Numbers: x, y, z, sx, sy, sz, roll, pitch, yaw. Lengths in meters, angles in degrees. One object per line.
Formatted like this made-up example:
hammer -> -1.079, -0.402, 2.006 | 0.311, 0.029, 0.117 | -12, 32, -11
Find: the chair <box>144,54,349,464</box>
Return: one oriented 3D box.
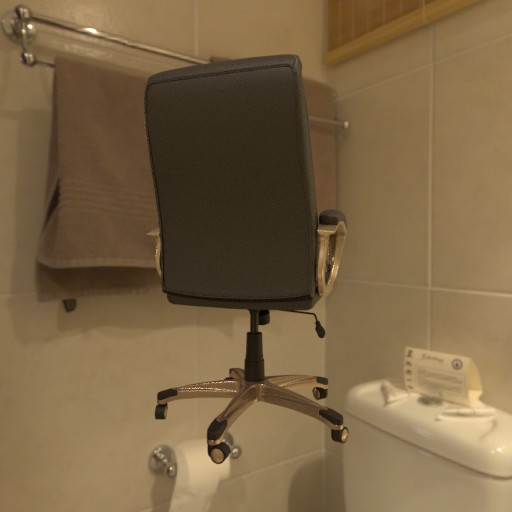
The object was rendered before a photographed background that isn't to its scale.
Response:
chair -> 0.000, 0.000, 1.621 | 0.694, 1.188, 0.748 | 0, 2, 18
